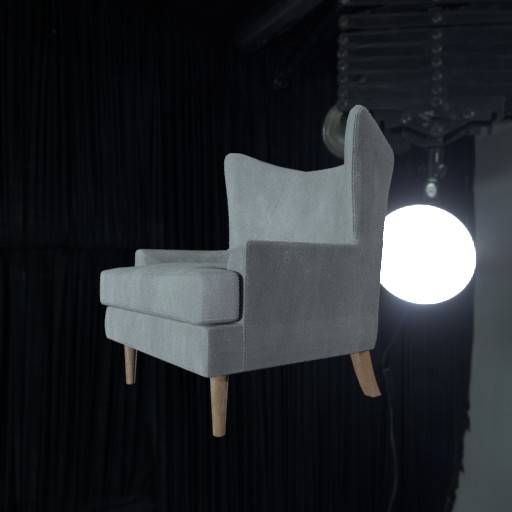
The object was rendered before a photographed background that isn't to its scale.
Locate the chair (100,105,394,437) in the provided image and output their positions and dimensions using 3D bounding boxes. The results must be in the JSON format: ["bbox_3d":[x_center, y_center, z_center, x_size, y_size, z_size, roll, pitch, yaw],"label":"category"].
[{"bbox_3d":[0.000,0.000,1.621,0.906,0.950,0.784,1,-2,-36],"label":"chair"}]
